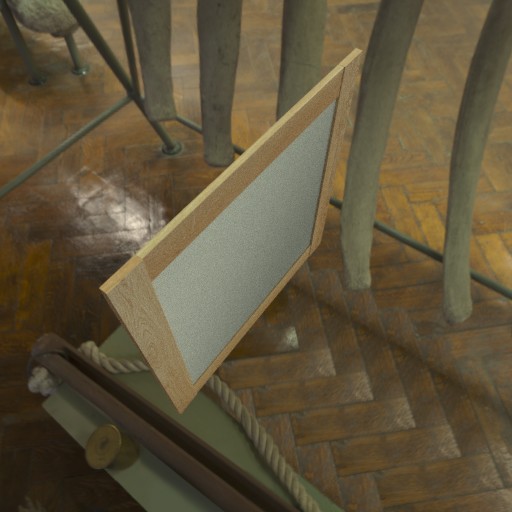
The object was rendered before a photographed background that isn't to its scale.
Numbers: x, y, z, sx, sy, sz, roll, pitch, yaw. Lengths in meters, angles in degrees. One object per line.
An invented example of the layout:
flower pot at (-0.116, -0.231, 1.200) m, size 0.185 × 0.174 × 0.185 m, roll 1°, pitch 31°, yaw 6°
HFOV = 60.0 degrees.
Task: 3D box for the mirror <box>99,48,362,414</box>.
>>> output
mirror at (0.000, 0.000, 1.203) m, size 0.020 × 0.800 × 0.800 m, roll 33°, pitch 63°, yaw 19°
